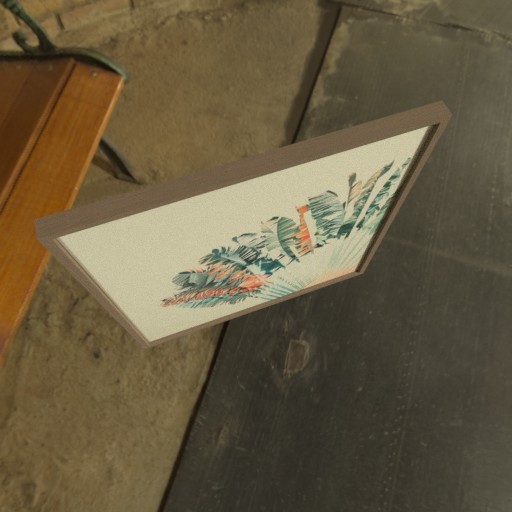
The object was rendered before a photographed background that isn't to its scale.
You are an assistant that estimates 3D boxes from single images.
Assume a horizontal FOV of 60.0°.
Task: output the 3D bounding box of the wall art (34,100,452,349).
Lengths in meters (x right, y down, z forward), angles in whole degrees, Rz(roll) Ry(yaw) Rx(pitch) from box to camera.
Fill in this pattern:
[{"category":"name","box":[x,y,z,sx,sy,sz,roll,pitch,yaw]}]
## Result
[{"category":"wall art","box":[0.000,0.000,1.119,0.761,0.758,0.038,-18,66,-8]}]
